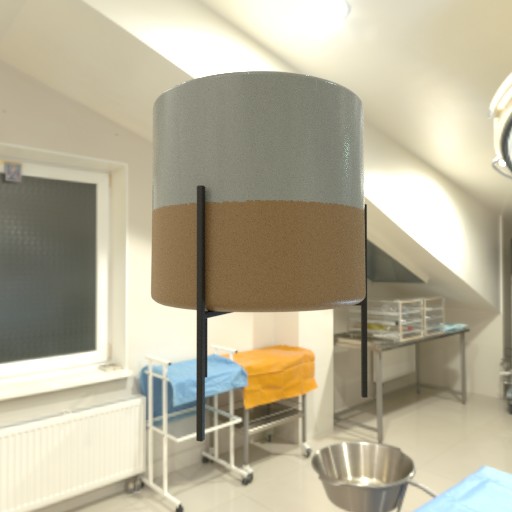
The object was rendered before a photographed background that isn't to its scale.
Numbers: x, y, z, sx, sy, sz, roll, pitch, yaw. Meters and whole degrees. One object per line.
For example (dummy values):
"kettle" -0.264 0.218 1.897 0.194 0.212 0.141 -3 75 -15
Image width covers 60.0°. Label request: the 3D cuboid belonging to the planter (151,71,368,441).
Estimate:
"planter" 0.000 0.000 0.745 0.348 0.480 0.360 1 -1 -36
